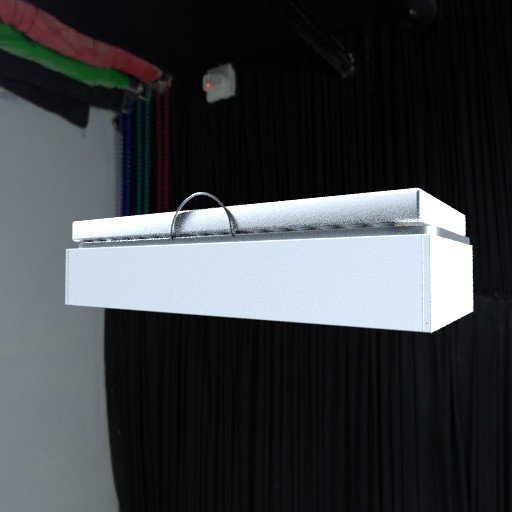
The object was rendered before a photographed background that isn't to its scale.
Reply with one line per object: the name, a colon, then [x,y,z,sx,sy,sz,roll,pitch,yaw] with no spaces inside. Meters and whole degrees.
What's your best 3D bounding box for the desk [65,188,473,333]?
desk: [0.000,0.000,2.265,1.900,0.526,0.900,-1,-2,34]
